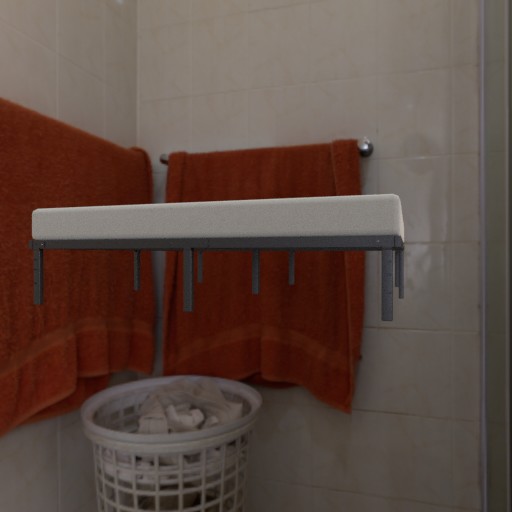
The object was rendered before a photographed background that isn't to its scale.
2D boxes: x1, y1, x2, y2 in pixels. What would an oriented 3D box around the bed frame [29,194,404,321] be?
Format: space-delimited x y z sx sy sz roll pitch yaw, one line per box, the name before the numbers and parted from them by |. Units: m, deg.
bed frame | 0.000 0.000 3.980 2.526 0.680 2.635 0 0 19
